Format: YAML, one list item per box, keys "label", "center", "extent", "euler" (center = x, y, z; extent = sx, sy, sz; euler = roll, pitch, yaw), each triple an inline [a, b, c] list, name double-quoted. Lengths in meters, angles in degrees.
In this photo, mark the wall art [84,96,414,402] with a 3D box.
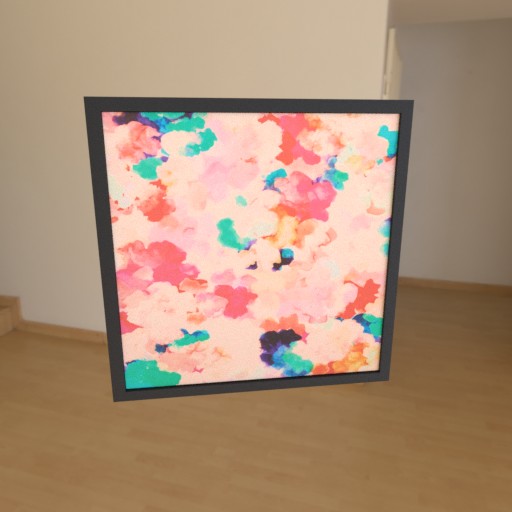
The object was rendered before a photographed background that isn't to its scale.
- label: "wall art"
  center: [0.000, 0.000, 0.454]
  extent: [0.306, 0.304, 0.015]
  euler: [-2, 16, -8]
